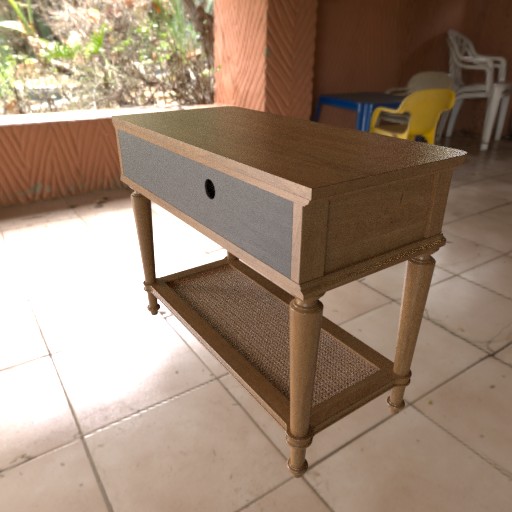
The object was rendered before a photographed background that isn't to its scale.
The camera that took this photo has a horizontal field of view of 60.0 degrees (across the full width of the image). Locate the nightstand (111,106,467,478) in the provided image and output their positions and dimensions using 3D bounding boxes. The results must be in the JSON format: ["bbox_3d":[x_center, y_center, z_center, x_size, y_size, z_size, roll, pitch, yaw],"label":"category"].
[{"bbox_3d":[0.000,0.000,1.266,0.432,0.700,0.914,-17,30,-31],"label":"nightstand"}]
